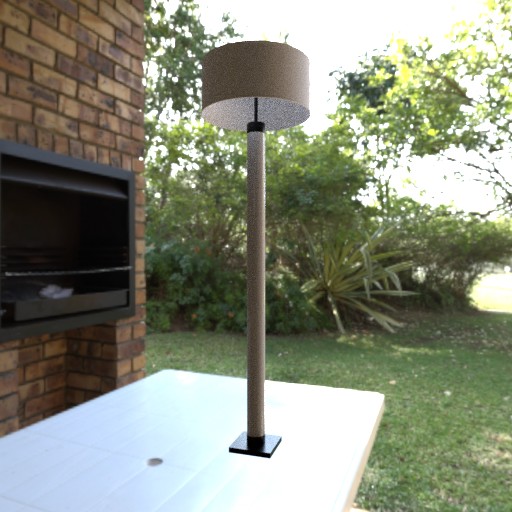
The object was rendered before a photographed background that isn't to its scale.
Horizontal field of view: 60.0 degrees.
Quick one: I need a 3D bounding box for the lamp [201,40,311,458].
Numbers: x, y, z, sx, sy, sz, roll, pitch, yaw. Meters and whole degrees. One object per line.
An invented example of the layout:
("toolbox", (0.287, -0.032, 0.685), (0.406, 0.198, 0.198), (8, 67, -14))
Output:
("lamp", (0.000, 0.000, 1.705), (0.420, 1.475, 0.420), (0, 0, 18))
